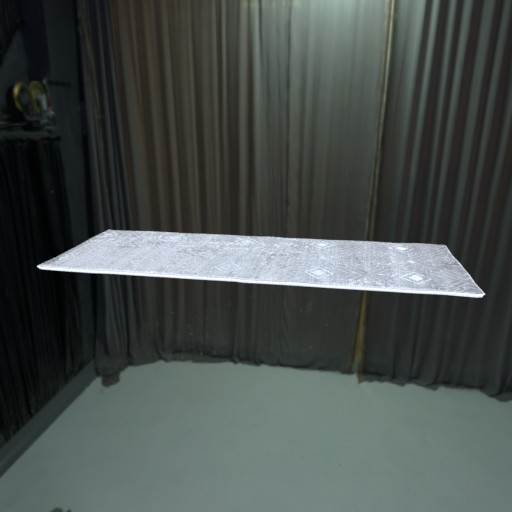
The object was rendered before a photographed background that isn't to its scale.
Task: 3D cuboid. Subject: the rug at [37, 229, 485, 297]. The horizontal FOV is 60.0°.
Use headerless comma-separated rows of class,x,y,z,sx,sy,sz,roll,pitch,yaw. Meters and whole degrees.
rug,0.000,0.000,2.715,2.381,0.035,0.832,3,18,9
